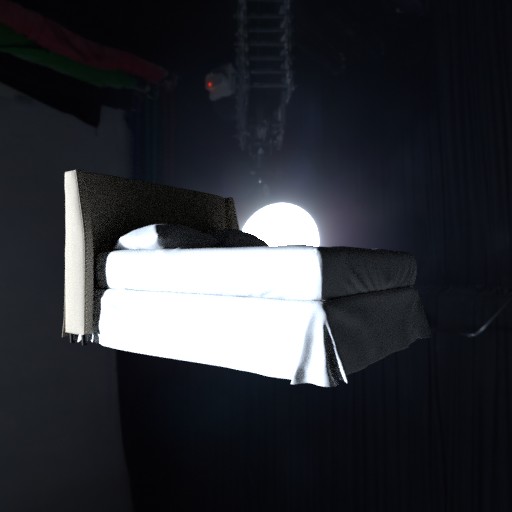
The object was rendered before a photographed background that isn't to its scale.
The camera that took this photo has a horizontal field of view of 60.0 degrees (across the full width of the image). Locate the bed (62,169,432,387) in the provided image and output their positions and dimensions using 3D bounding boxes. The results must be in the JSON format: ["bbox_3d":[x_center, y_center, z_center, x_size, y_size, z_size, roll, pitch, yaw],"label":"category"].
[{"bbox_3d":[0.000,0.000,3.487,2.276,1.332,1.925,0,-1,36],"label":"bed"}]
